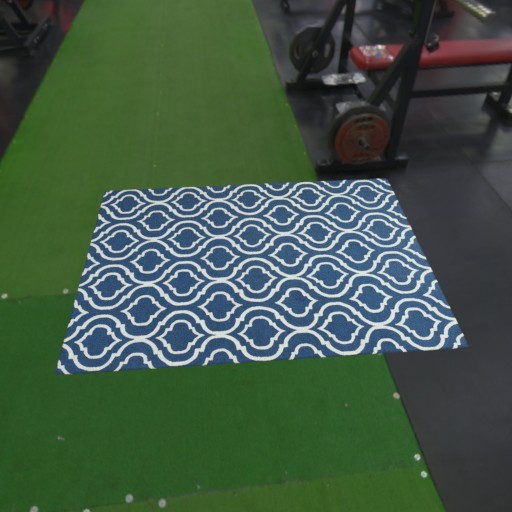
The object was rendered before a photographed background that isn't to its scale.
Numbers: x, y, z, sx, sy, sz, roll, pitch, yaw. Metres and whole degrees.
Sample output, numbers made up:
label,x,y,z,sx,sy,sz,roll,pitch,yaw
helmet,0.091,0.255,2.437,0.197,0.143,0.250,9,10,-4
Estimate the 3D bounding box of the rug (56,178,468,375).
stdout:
label,x,y,z,sx,sy,sz,roll,pitch,yaw
rug,0.000,0.000,2.811,2.134,0.010,1.524,-3,45,-3
